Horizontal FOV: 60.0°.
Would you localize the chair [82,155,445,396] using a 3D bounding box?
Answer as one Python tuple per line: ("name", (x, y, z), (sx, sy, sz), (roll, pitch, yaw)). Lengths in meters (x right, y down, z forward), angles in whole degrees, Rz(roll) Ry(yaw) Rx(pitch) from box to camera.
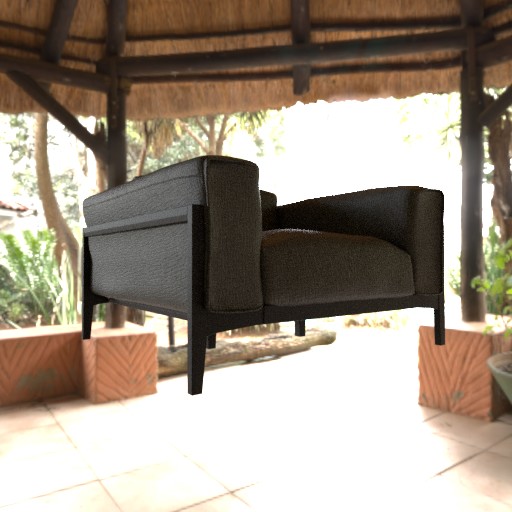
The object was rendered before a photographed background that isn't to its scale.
("chair", (0.000, 0.000, 1.676), (1.056, 0.646, 0.969), (0, -1, -36))
